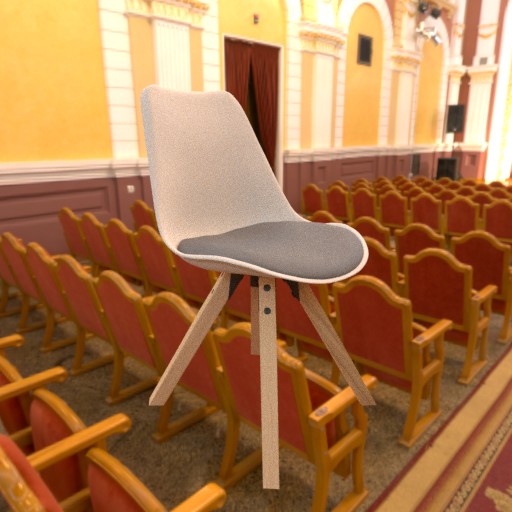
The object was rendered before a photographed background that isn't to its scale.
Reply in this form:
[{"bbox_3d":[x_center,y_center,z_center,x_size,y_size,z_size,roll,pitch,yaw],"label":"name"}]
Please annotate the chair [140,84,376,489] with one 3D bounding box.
[{"bbox_3d":[0.000,0.000,1.147,0.550,0.850,0.485,14,21,42],"label":"chair"}]
